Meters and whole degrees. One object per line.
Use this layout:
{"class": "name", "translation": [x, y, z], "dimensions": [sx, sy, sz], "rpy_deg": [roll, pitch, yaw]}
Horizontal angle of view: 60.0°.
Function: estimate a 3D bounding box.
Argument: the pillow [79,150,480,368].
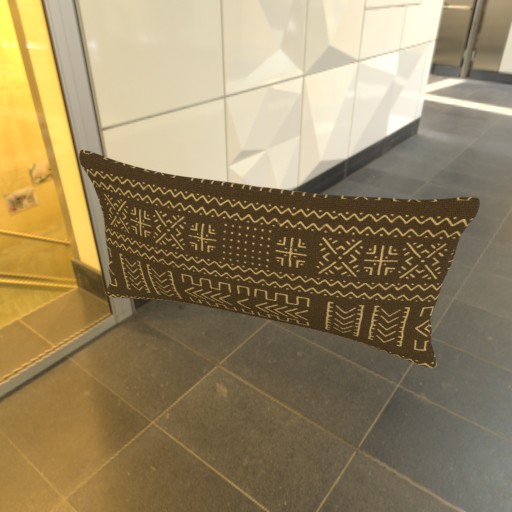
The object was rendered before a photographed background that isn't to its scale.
{"class": "pillow", "translation": [0.000, 0.000, 0.785], "dimensions": [0.667, 0.322, 0.135], "rpy_deg": [10, 33, 15]}
